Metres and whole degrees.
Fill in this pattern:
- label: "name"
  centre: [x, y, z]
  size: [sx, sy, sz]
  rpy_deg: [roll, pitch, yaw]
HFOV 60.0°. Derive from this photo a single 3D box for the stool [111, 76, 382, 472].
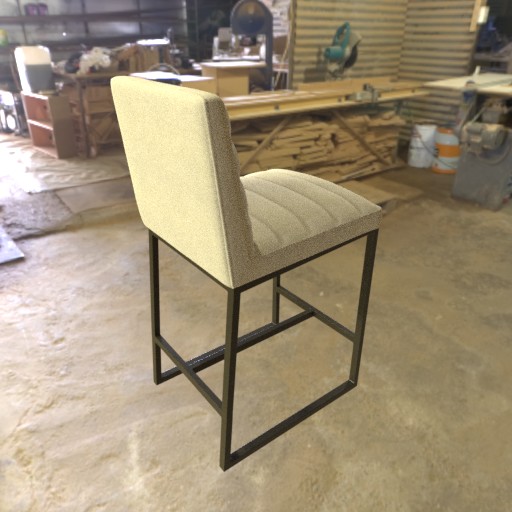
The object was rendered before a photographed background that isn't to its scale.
- label: "stool"
  centre: [0.000, 0.000, 1.278]
  size: [0.567, 0.971, 0.459]
  rpy_deg: [-19, 33, -32]
